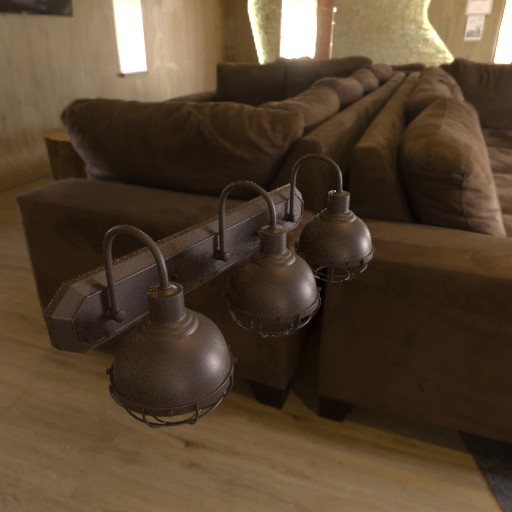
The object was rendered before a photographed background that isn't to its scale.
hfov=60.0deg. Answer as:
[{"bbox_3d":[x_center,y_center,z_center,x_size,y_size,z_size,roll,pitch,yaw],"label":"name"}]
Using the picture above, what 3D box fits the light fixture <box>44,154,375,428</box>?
[{"bbox_3d":[0.000,0.000,0.753,0.229,0.254,0.634,17,31,32],"label":"light fixture"}]
